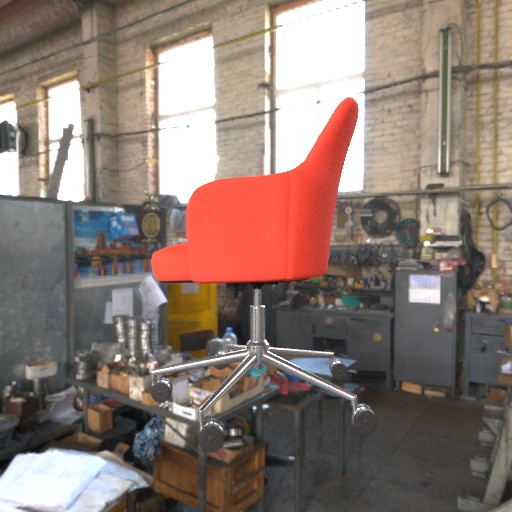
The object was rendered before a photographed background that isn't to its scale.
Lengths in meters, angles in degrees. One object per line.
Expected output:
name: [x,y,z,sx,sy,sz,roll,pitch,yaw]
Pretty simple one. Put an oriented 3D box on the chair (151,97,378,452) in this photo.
chair: [0.000,0.000,1.261,0.600,0.820,0.655,0,2,0]
